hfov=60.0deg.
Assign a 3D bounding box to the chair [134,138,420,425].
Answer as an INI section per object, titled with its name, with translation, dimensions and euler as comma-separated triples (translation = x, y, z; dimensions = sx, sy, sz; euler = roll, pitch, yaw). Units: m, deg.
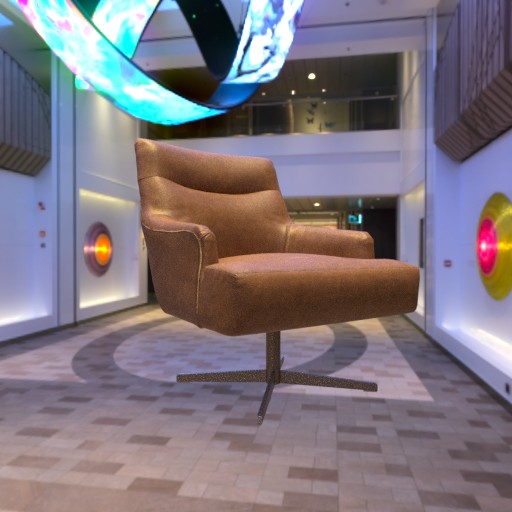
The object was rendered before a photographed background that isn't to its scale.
[chair]
translation = 0.000, 0.000, 1.551
dimensions = 0.729, 0.869, 0.874
euler = 0, 1, -36
